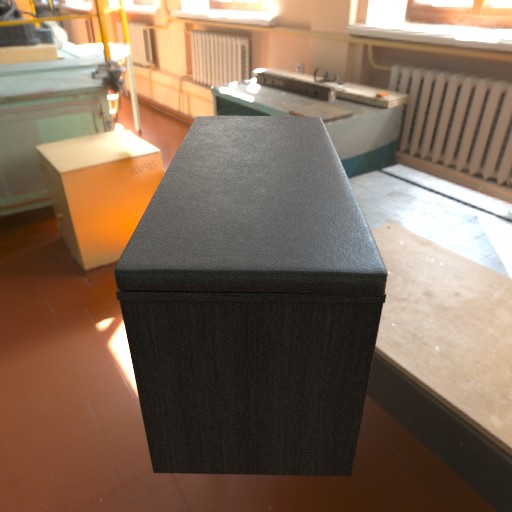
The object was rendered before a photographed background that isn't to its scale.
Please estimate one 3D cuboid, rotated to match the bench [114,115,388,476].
[{"bbox_3d":[0.000,0.000,1.148,0.401,0.501,0.905,1,31,1],"label":"bench"}]
